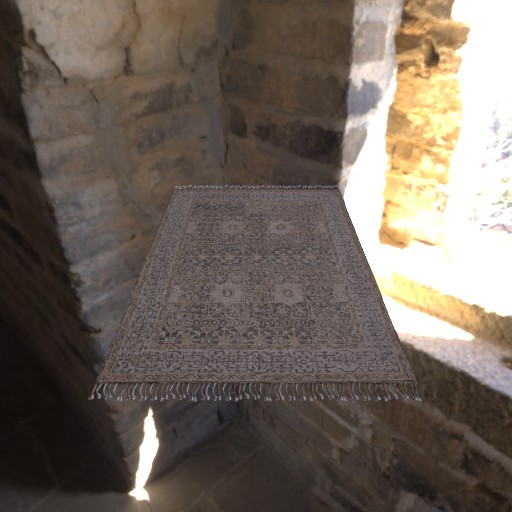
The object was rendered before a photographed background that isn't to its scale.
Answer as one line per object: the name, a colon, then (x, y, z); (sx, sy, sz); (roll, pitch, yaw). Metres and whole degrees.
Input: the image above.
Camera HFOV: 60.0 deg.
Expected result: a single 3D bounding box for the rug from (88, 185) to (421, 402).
rug: (0.000, 0.000, 2.487); (1.237, 0.010, 2.029); (0, 32, 0)
